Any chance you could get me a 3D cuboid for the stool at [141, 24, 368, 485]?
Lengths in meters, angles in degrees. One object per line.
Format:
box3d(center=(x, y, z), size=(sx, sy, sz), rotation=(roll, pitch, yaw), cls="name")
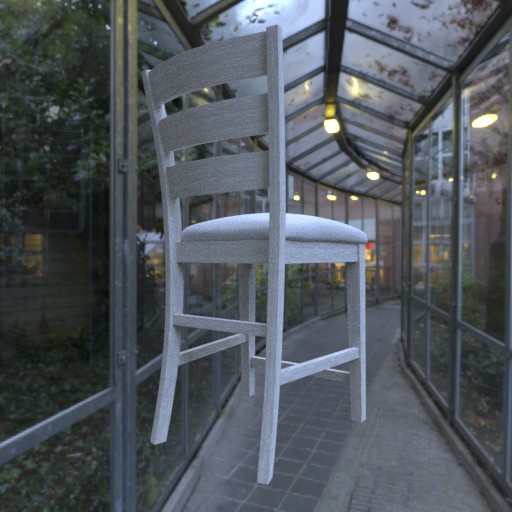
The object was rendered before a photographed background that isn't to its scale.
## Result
box3d(center=(0.000, 0.000, 1.304), size=(0.484, 1.032, 0.569), rotation=(0, 1, 35), cls="stool")
